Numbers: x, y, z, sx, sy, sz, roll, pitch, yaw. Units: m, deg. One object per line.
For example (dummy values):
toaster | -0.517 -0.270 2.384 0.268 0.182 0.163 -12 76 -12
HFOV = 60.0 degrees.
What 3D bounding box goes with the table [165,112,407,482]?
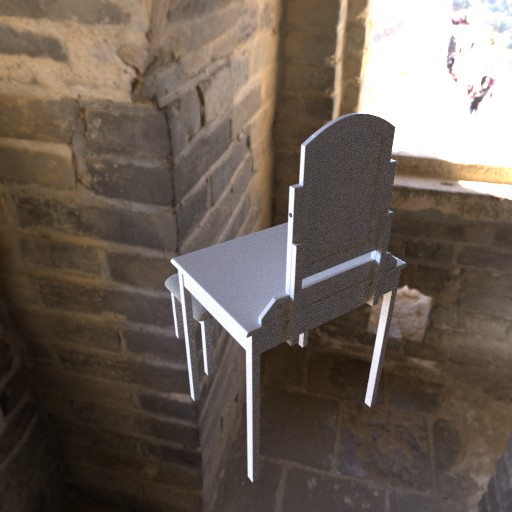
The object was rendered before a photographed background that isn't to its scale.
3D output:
table | 0.000 0.000 2.270 0.876 1.631 1.211 -19 35 -29
